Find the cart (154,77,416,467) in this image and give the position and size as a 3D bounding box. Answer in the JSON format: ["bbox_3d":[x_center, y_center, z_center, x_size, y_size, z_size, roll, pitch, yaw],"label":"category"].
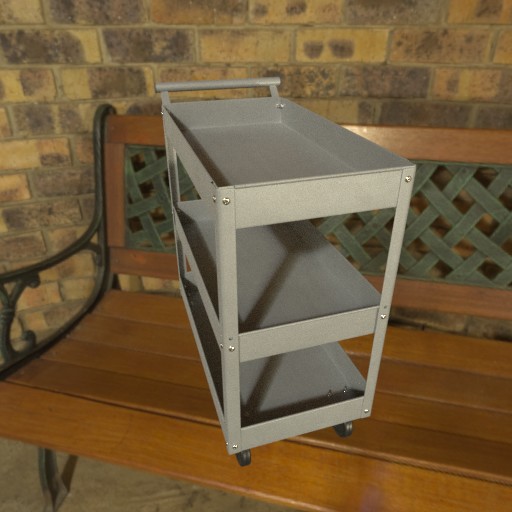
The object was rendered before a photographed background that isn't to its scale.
[{"bbox_3d":[0.000,0.000,1.170,0.366,0.780,0.719,-9,31,-15],"label":"cart"}]
